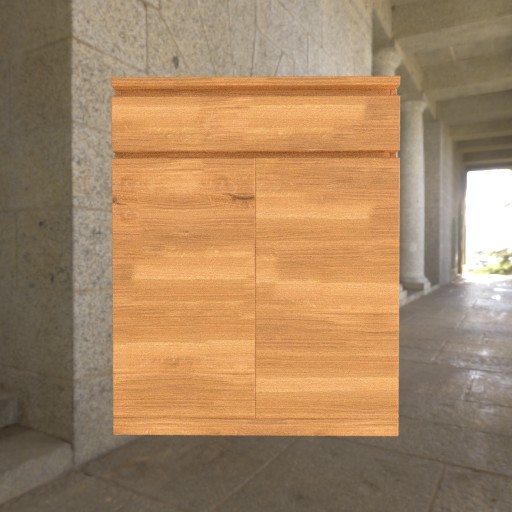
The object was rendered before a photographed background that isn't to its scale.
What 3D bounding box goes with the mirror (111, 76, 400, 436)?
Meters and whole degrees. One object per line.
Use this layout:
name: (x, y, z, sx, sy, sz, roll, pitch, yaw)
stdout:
mirror: (0.000, 0.000, 1.433, 0.800, 1.000, 0.400, 0, 1, 1)
